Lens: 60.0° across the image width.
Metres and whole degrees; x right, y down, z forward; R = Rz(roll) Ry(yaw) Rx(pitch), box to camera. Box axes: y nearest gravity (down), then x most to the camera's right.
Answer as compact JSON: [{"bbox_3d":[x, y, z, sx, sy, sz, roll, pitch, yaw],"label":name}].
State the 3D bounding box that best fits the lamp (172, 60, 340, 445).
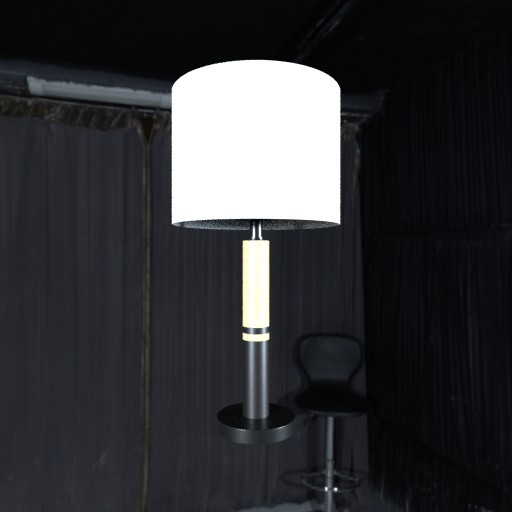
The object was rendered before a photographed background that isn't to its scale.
[{"bbox_3d":[0.000,0.000,0.820,0.305,0.640,0.305,0,0,-19],"label":"lamp"}]
